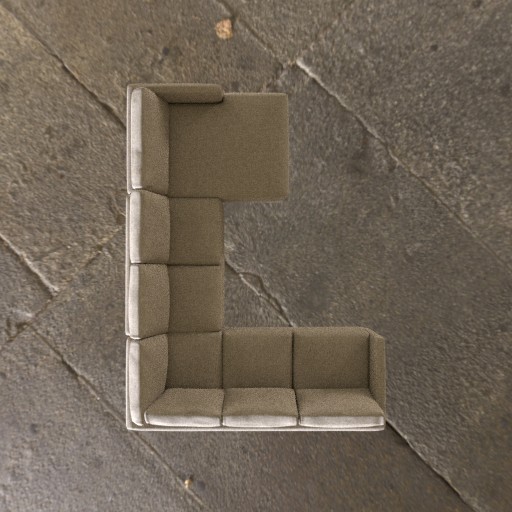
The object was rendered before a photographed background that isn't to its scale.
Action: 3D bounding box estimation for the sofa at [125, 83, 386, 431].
[{"bbox_3d":[0.000,0.000,4.625,2.593,0.959,3.460,0,89,0],"label":"sofa"}]
